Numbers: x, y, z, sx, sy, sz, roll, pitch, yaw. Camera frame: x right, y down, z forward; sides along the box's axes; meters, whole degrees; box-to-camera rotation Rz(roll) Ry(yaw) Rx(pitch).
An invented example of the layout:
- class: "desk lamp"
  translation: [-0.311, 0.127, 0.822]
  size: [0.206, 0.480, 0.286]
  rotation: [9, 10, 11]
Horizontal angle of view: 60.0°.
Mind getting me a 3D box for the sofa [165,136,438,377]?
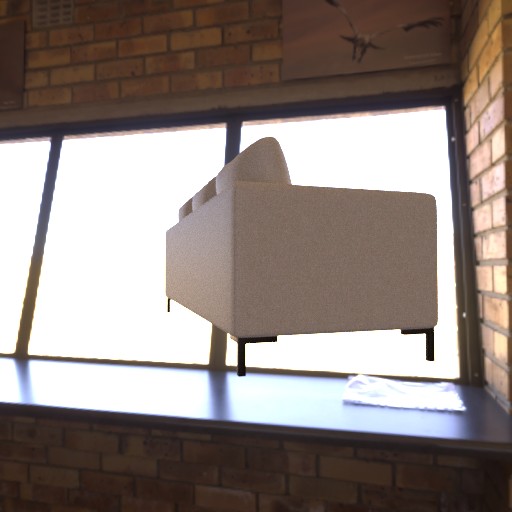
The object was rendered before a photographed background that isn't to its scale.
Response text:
- class: "sofa"
  translation: [0.000, 0.000, 2.677]
  size: [0.859, 0.874, 2.218]
  rotation: [0, -1, -18]
